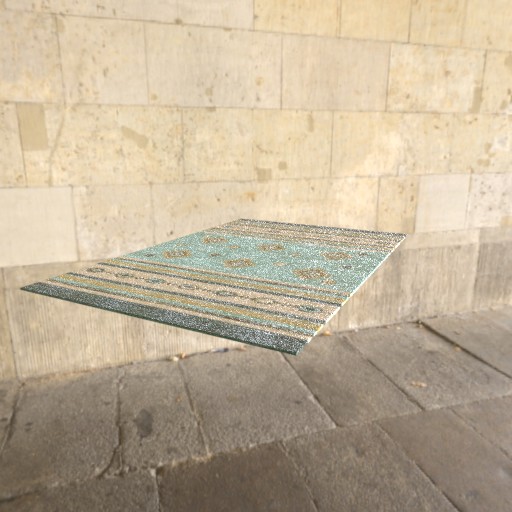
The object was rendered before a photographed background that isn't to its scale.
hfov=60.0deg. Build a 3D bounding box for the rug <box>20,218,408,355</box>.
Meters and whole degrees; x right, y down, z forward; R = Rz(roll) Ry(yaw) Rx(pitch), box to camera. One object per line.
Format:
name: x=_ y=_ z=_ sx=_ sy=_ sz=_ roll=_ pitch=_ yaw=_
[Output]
rug: x=0.000 y=0.000 z=2.302 sx=1.212 sy=0.010 sz=1.811 roll=8 pitch=17 yaw=27
